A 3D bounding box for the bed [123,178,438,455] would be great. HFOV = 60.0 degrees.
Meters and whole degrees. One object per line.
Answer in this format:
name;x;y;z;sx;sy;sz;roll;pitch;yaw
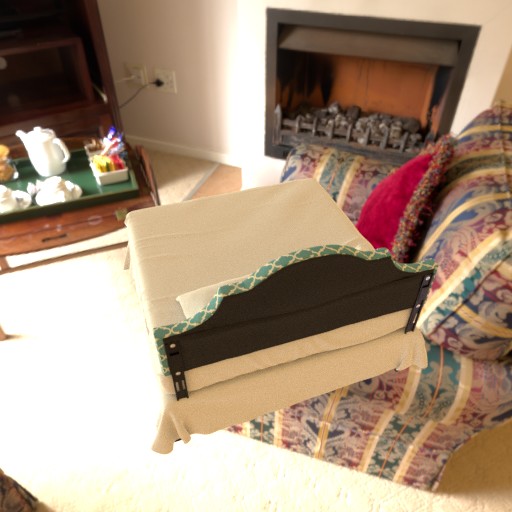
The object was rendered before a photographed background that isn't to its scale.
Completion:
bed;0.000;0.000;3.786;2.314;1.601;2.222;-13;42;-14
